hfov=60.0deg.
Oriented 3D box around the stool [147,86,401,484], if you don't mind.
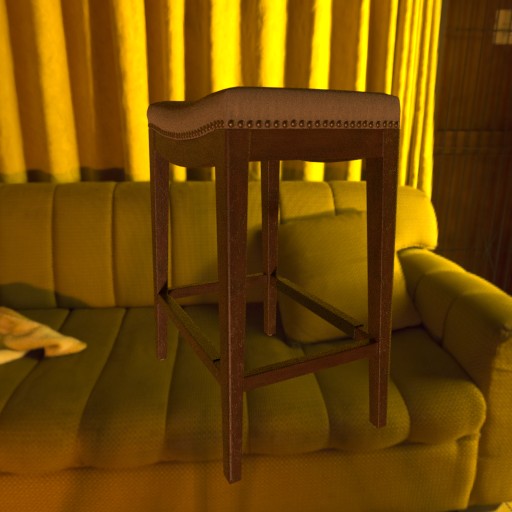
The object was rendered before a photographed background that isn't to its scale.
[{"bbox_3d":[0.000,0.000,0.973,0.356,0.660,0.508,-8,18,-25],"label":"stool"}]
